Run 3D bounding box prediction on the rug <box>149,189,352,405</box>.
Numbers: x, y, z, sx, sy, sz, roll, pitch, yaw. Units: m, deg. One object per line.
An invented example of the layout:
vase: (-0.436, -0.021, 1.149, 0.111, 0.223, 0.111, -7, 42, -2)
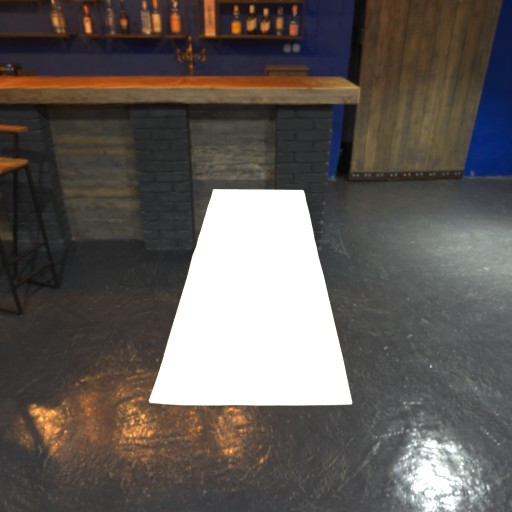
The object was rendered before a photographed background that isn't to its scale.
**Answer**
rug: (0.000, 0.000, 2.779, 0.793, 0.014, 2.450, 0, 28, 1)
